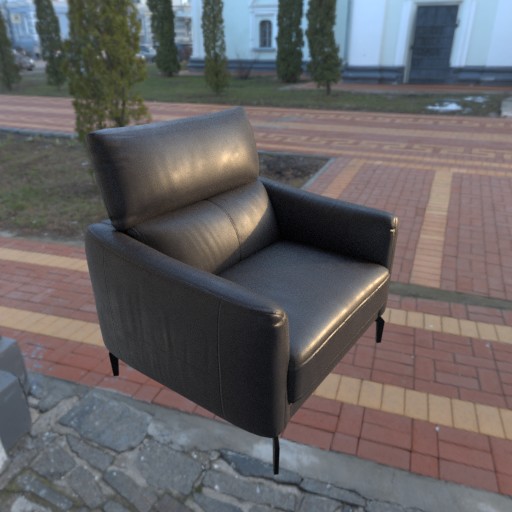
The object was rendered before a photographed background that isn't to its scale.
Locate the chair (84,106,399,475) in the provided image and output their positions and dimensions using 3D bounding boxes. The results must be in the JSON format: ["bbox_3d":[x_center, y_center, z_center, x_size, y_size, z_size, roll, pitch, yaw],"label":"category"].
[{"bbox_3d":[0.000,0.000,1.654,0.809,0.949,0.976,17,30,32],"label":"chair"}]
